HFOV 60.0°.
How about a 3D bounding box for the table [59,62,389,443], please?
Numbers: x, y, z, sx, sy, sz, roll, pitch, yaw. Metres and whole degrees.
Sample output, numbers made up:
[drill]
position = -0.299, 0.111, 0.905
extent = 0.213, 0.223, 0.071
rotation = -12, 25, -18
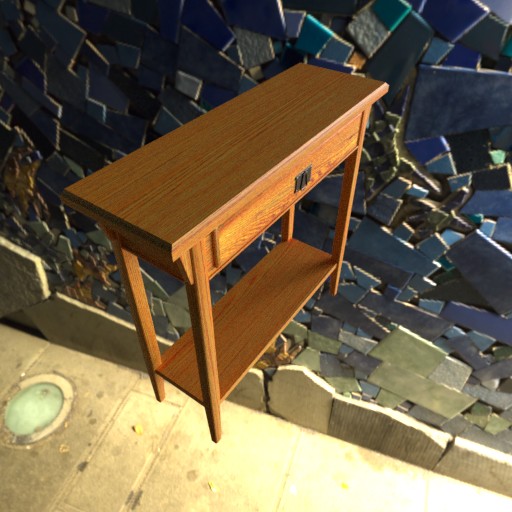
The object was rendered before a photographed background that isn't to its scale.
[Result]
[table]
position = 0.000, 0.000, 1.137
extent = 0.254, 0.711, 0.762
rotation = 25, 48, 26
